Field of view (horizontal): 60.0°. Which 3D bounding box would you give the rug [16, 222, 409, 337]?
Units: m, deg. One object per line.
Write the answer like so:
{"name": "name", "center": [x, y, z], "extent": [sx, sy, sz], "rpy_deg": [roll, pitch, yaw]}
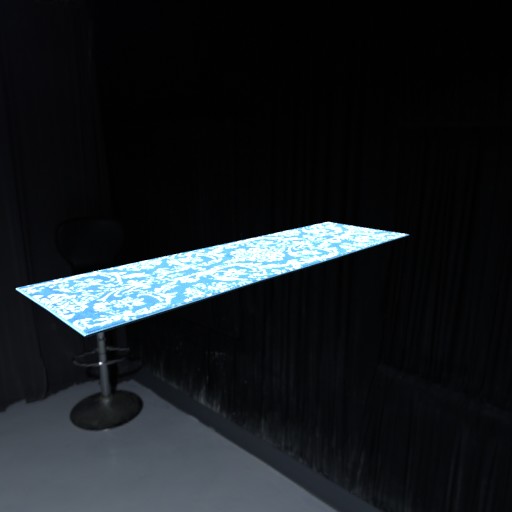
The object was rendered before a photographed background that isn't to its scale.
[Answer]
{"name": "rug", "center": [0.000, 0.000, 2.386], "extent": [2.196, 0.011, 0.662], "rpy_deg": [-14, 20, -43]}
